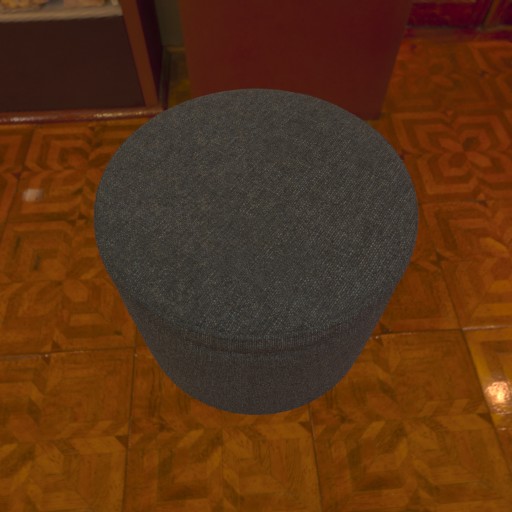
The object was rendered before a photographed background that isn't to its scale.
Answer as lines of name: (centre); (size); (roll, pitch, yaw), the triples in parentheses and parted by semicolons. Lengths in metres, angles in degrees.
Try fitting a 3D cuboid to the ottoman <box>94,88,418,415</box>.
ottoman: (0.000, 0.000, 0.870); (0.520, 0.430, 0.520); (0, 57, 0)
